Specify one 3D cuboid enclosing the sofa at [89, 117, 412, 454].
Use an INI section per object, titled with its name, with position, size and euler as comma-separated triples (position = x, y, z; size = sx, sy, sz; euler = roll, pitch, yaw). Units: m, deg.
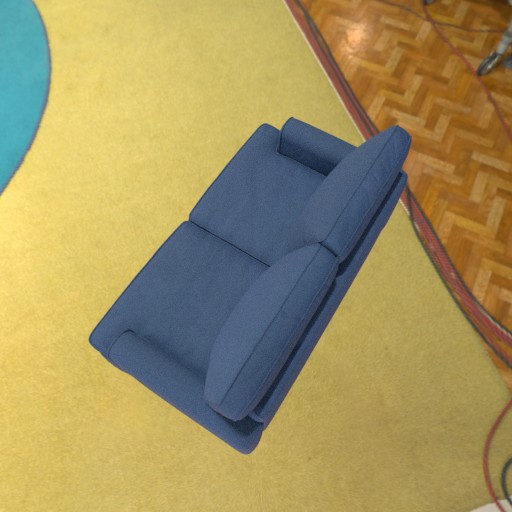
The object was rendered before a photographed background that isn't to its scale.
[sofa]
position = 0.000, 0.000, 2.292
size = 0.965, 0.965, 1.651
euler = 30, 68, 13
